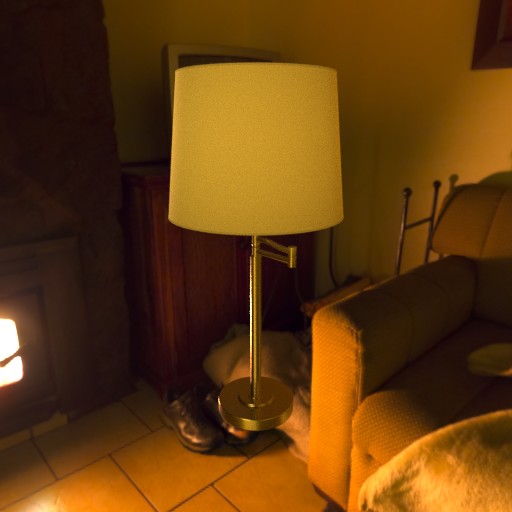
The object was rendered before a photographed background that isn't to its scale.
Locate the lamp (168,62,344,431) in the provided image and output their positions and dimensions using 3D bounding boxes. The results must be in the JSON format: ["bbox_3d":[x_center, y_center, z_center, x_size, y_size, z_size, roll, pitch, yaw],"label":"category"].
[{"bbox_3d":[0.000,0.000,0.880,0.333,0.696,0.333,0,17,0],"label":"lamp"}]
